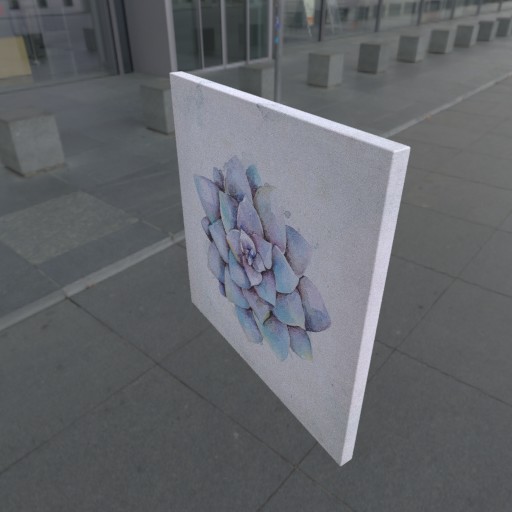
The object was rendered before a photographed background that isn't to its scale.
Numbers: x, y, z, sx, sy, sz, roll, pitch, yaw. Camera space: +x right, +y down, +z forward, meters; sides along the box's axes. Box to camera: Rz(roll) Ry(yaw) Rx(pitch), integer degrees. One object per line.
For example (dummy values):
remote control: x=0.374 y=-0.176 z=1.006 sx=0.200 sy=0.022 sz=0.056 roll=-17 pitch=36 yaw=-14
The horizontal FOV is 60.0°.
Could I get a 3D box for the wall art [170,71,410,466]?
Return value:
wall art: x=0.000 y=0.000 z=1.115 sx=0.038 sy=0.762 sz=0.762 roll=-20 pitch=37 yaw=-28
